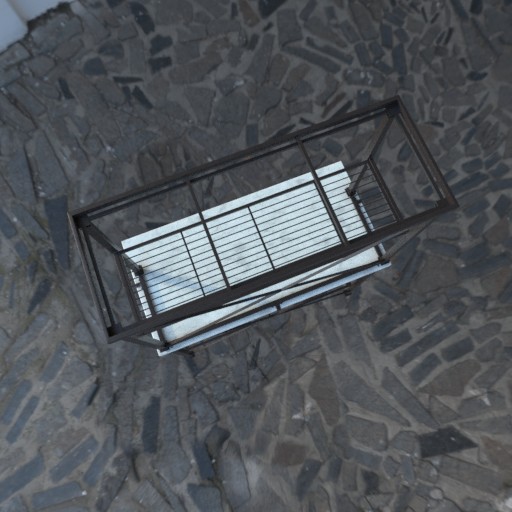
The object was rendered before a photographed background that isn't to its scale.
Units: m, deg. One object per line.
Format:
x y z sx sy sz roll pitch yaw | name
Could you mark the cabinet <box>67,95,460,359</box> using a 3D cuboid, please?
0.000 0.000 2.250 1.210 1.659 0.610 -21 76 -5 | cabinet
